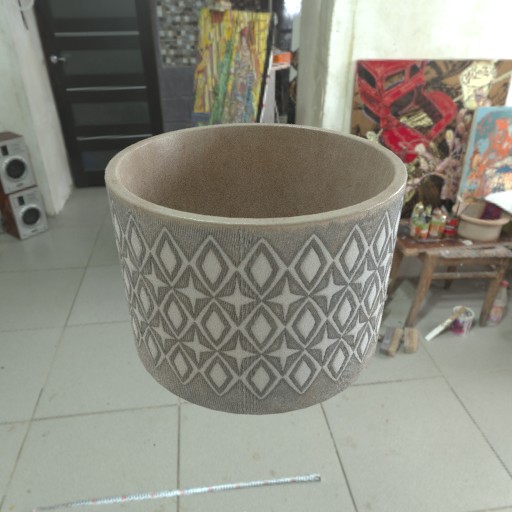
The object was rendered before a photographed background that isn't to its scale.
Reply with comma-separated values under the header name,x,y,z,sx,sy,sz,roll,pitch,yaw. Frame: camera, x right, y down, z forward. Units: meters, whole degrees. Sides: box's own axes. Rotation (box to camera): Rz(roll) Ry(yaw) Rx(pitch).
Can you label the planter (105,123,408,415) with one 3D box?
name,x,y,z,sx,sy,sz,roll,pitch,yaw
planter,0.000,0.000,0.282,0.164,0.127,0.164,0,31,0
